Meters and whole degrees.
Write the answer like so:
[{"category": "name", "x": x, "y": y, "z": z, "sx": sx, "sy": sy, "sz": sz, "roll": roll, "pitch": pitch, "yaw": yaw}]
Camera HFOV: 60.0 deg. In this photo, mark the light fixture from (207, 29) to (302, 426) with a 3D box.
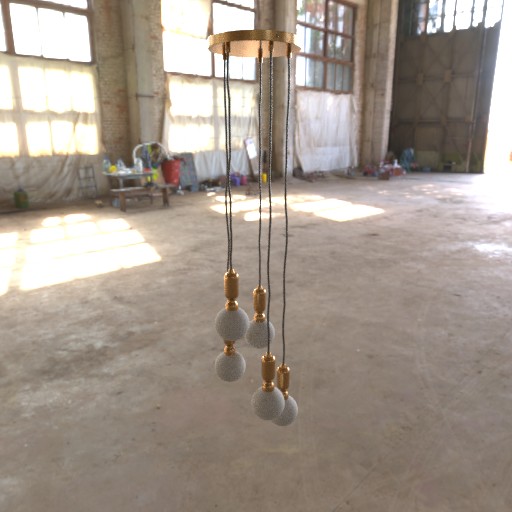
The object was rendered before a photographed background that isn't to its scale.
[{"category": "light fixture", "x": 0.000, "y": 0.000, "z": 0.511, "sx": 0.108, "sy": 0.457, "sz": 0.105, "roll": -7, "pitch": 17, "yaw": -25}]
